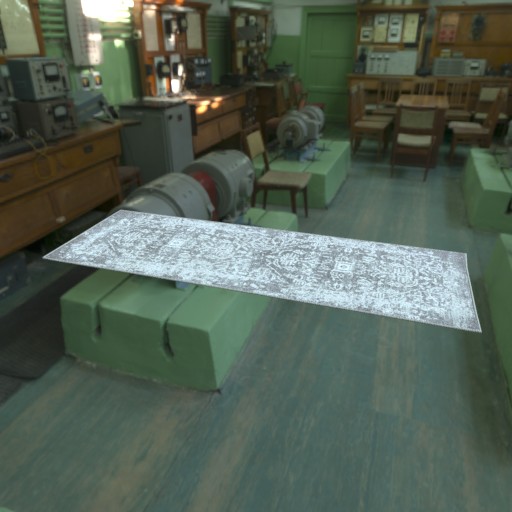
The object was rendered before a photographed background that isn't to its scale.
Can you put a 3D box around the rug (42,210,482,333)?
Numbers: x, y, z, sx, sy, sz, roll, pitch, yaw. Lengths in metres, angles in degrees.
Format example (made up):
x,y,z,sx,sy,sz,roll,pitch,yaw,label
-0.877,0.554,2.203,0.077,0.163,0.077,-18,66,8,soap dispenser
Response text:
x,y,z,sx,sy,sz,roll,pitch,yaw,label
0.000,0.000,2.705,2.452,0.017,0.855,8,28,16,rug
